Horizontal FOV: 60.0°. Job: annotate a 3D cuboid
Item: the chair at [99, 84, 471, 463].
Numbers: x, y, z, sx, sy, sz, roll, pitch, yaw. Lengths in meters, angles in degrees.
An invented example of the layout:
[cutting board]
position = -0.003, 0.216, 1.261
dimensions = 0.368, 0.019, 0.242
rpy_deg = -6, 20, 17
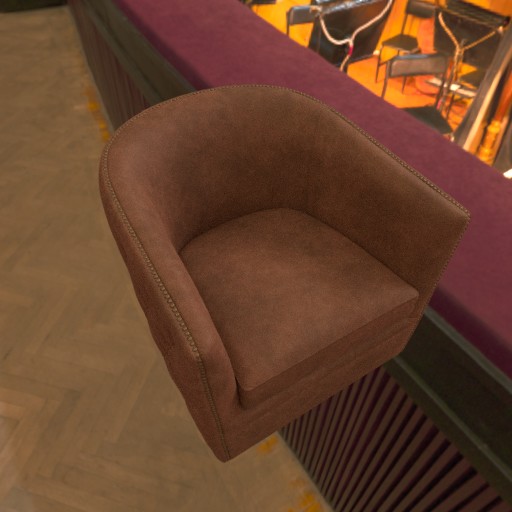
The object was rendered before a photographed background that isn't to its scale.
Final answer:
[chair]
position = 0.000, 0.000, 1.487
dimensions = 0.850, 0.790, 0.870
rpy_deg = -24, 51, -21
